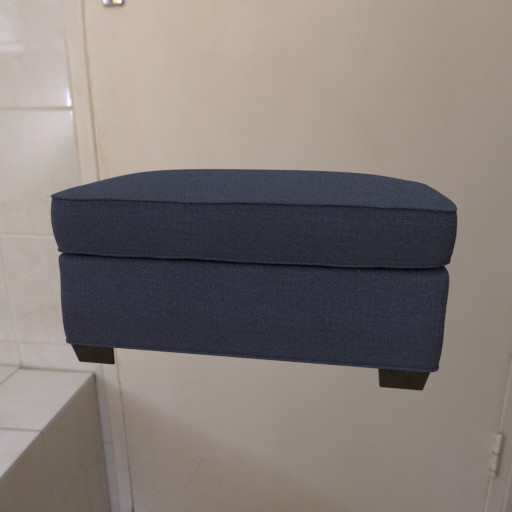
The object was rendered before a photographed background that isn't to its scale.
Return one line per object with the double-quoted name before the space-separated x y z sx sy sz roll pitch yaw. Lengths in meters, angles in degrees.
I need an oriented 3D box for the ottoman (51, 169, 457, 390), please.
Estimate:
"ottoman" 0.000 0.000 1.191 0.895 0.453 0.505 3 16 9
